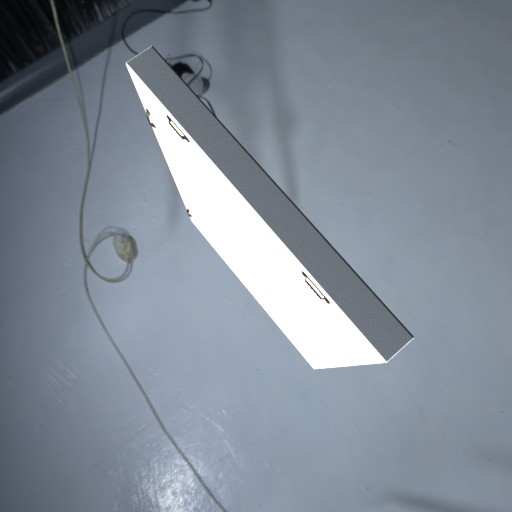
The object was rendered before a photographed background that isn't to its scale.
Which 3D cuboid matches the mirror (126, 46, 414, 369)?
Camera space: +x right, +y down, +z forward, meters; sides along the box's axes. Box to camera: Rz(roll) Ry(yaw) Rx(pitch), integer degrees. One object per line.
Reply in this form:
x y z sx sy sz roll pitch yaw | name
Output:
0.000 0.000 0.684 0.041 0.509 0.406 -38 78 -9 | mirror
